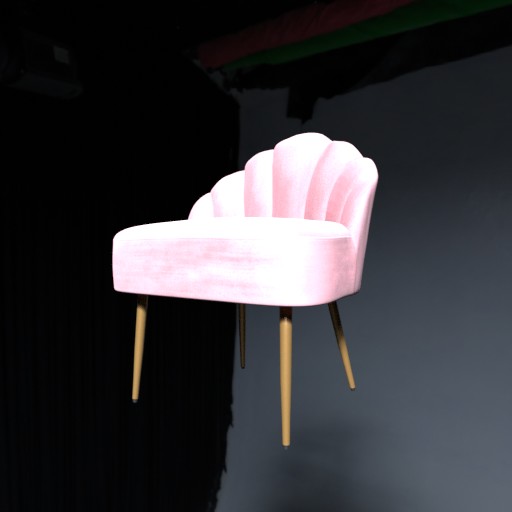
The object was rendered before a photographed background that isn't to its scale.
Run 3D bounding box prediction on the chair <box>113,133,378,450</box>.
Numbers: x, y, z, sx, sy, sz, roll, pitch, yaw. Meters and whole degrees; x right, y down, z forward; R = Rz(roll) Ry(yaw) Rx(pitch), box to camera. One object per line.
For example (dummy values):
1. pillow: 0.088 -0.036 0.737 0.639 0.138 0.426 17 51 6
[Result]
1. chair: 0.000 0.000 1.283 0.657 0.819 0.599 1 1 36
